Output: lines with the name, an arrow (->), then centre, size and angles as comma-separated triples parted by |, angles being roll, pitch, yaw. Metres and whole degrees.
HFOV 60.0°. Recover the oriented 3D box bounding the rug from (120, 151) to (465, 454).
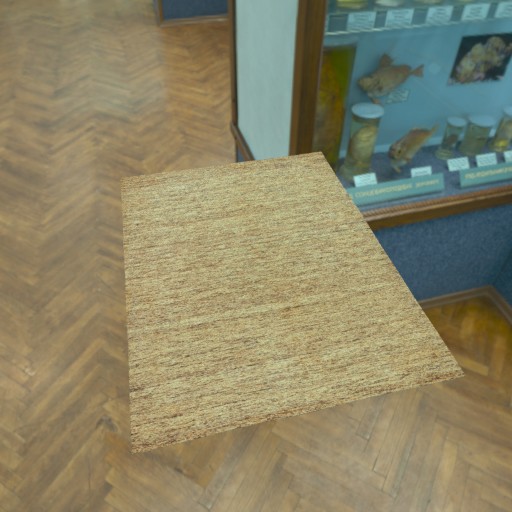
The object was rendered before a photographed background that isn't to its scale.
rug -> 0.000, 0.000, 4.198 | 2.438, 0.012, 3.200 | -10, 46, -10
